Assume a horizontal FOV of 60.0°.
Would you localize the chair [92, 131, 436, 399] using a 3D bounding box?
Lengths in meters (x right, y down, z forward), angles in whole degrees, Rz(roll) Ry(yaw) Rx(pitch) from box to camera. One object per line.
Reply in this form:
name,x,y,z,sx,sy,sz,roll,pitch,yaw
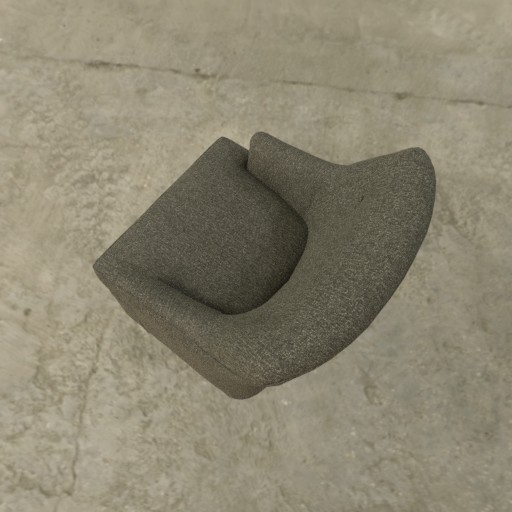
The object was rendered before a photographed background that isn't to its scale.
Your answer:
chair,0.000,0.000,1.586,0.923,0.856,0.864,32,67,16
